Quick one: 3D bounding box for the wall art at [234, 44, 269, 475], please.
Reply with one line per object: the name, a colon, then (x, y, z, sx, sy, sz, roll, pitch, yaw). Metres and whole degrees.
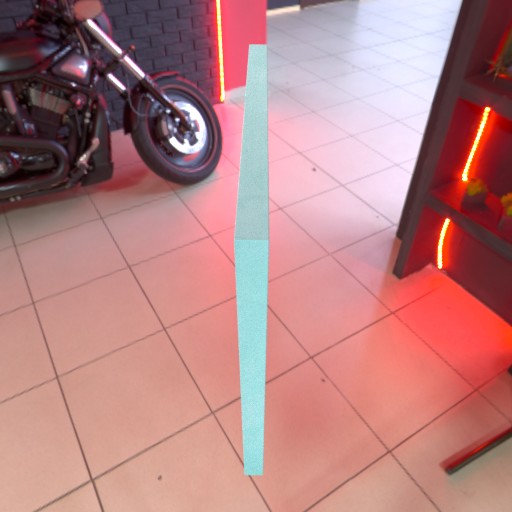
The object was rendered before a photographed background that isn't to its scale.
wall art: (0.000, 0.000, 0.876, 0.036, 0.603, 0.603, 1, 43, 1)
